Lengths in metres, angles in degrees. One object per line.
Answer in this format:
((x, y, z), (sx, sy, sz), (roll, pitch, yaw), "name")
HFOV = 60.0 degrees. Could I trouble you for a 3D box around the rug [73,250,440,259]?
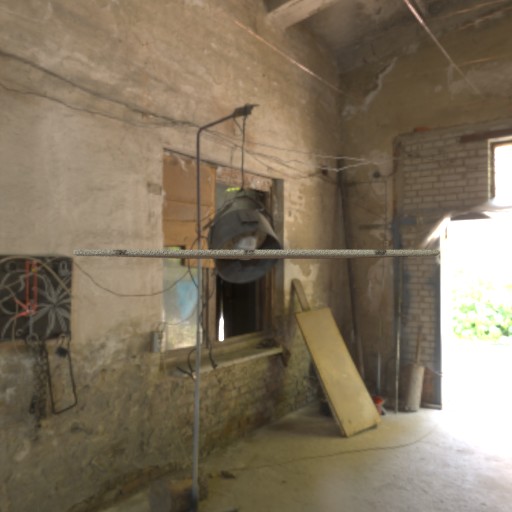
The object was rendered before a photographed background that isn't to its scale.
((0.000, 0.000, 2.966), (1.501, 0.024, 2.348), (0, -1, 0), "rug")
